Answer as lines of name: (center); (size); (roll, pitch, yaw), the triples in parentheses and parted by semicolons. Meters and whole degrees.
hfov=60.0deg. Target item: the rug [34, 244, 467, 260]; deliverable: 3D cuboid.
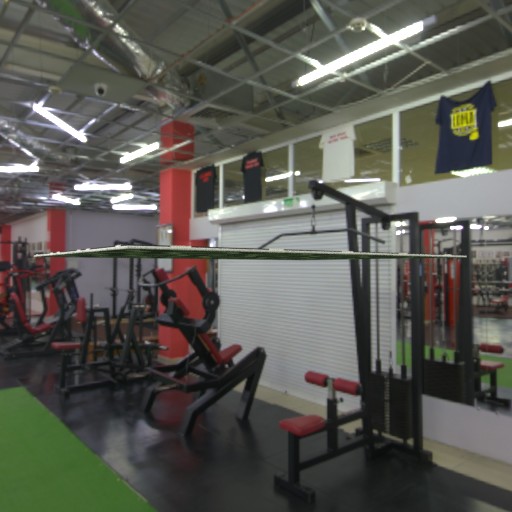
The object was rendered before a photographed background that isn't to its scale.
rug: (0.000, 0.000, 2.826); (2.286, 0.016, 1.555); (1, -2, -37)
